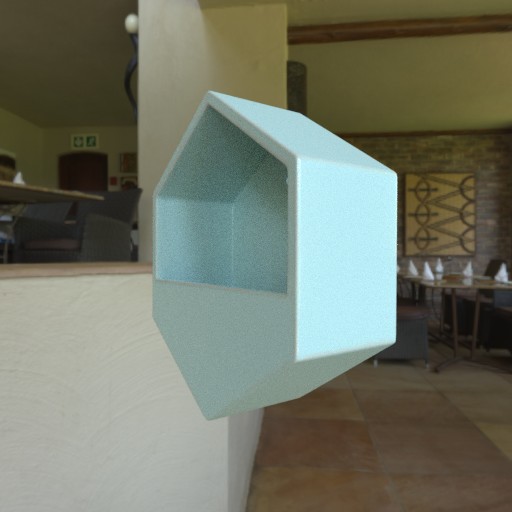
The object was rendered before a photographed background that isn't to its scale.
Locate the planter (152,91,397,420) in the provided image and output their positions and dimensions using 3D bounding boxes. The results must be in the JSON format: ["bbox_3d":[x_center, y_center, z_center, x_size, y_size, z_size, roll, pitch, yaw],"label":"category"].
[{"bbox_3d":[0.000,0.000,0.300,0.078,0.207,0.169,-1,1,-36],"label":"planter"}]
